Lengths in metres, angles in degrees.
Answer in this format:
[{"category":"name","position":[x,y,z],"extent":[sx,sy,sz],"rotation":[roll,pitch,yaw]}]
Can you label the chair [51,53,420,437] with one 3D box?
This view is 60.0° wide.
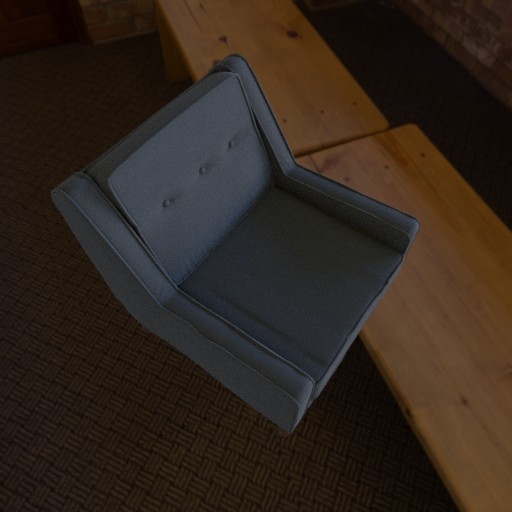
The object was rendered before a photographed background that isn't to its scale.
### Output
[{"category":"chair","position":[0.000,0.000,1.323],"extent":[0.733,0.780,0.663],"rotation":[32,62,19]}]
